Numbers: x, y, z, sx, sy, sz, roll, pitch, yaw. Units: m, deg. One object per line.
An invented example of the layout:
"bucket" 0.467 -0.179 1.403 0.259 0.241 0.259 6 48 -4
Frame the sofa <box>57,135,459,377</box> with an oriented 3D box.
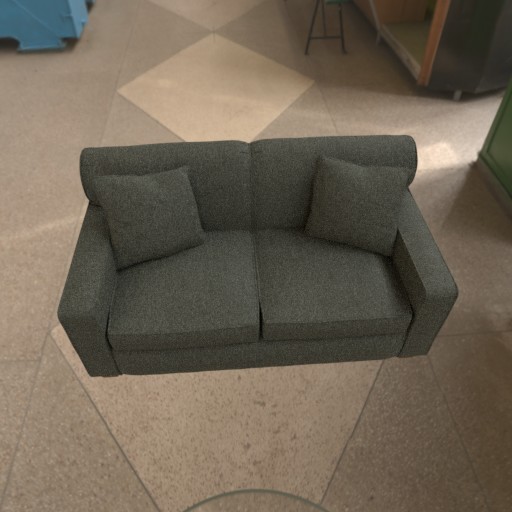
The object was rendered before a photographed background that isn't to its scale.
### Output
"sofa" 0.000 0.000 2.429 1.846 0.958 0.998 -3 47 -3
